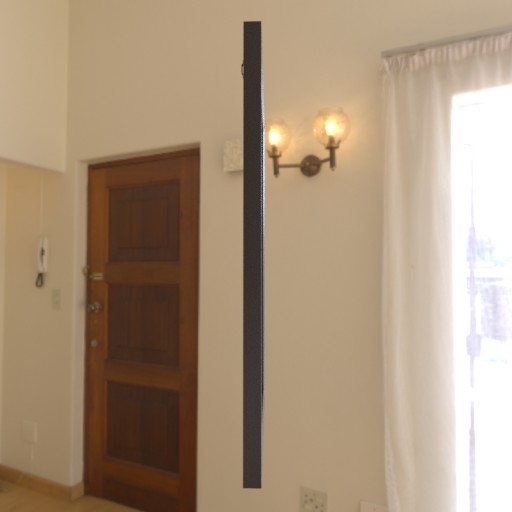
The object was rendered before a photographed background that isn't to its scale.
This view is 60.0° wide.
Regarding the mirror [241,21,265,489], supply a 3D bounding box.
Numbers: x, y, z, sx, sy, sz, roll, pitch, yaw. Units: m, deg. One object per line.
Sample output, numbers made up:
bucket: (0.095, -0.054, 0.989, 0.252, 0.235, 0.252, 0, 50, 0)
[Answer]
mirror: (0.000, 0.000, 1.171, 0.040, 0.915, 0.609, 0, -2, 2)
